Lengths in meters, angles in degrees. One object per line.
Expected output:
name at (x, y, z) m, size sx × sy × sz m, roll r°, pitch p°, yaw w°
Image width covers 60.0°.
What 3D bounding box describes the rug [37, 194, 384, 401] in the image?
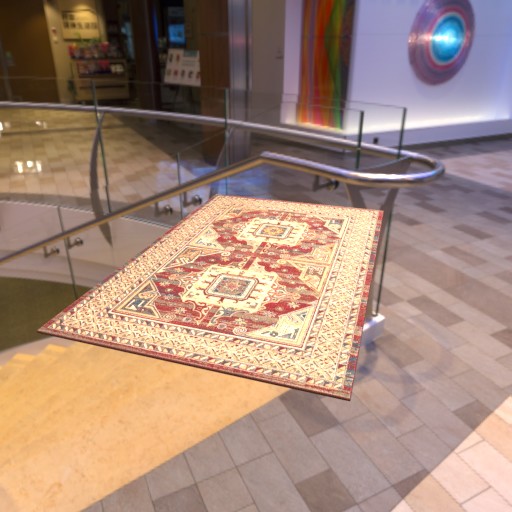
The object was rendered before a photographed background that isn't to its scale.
rug at (0.000, 0.000, 5.883) m, size 3.033 × 0.033 × 4.578 m, roll 8°, pitch 27°, yaw 16°
